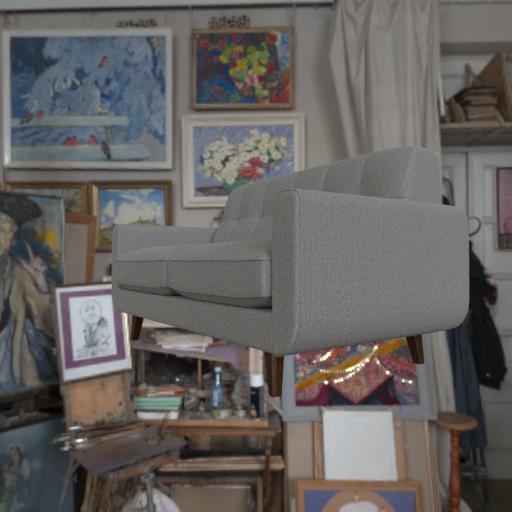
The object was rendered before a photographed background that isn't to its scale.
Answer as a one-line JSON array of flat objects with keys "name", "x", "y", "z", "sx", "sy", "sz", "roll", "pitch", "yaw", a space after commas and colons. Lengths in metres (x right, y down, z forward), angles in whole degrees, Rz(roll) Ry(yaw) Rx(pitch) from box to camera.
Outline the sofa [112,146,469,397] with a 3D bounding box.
[{"name": "sofa", "x": 0.000, "y": 0.000, "z": 2.179, "sx": 0.952, "sy": 0.925, "sz": 1.651, "roll": 1, "pitch": -1, "yaw": -36}]
